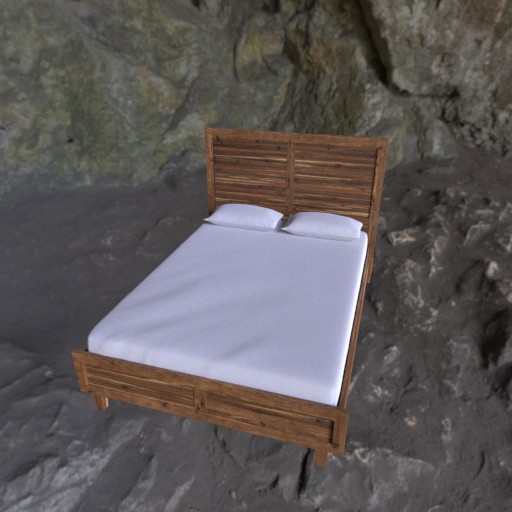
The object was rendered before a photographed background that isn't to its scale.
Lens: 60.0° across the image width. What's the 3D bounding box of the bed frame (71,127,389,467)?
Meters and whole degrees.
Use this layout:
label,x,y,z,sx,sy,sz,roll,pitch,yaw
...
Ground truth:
label,x,y,z,sx,sy,sz,roll,pitch,yaw
bed frame,0.000,0.000,3.380,1.696,1.417,2.276,8,28,15
